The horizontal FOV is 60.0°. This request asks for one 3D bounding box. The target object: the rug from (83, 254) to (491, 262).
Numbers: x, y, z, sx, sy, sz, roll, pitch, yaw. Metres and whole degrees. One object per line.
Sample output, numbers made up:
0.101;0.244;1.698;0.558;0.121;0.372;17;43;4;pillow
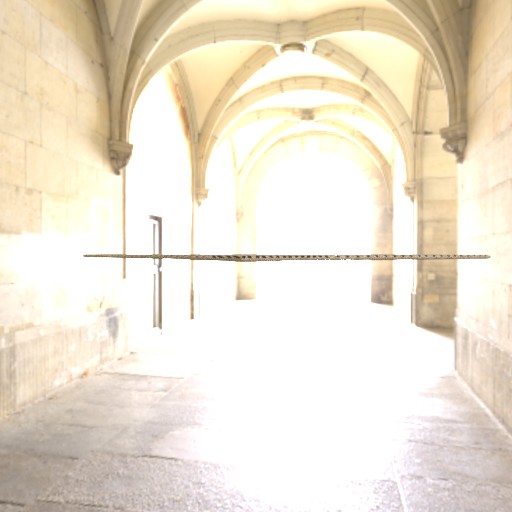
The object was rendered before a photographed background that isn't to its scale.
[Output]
0.000;0.000;3.205;1.829;0.028;2.449;0;0;-35;rug
